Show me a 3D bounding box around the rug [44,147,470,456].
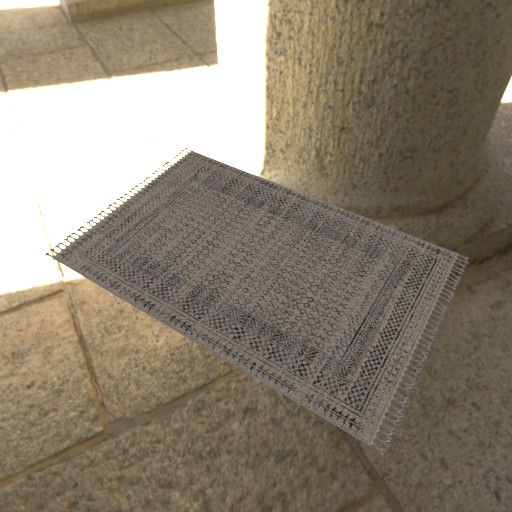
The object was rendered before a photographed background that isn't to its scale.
[{"bbox_3d":[0.000,0.000,3.017,2.486,0.013,1.548,25,52,22],"label":"rug"}]
